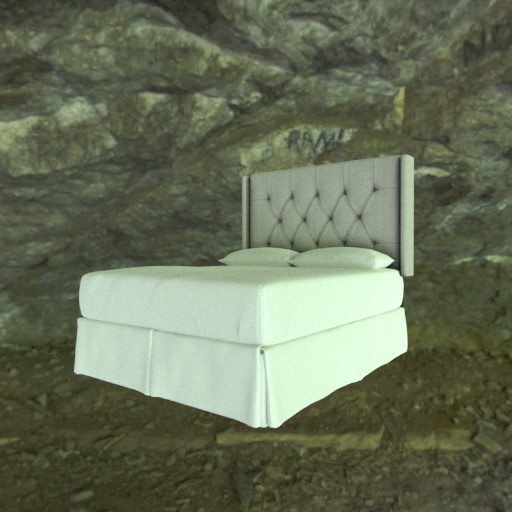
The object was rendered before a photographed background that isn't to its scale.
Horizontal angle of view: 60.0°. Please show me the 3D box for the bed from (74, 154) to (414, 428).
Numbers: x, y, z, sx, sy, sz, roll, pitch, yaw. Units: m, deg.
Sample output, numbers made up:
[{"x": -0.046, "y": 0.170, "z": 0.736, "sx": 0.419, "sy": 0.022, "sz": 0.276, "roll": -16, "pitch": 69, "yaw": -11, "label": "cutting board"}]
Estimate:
[{"x": 0.000, "y": 0.000, "z": 3.368, "sx": 1.719, "sy": 1.665, "sz": 2.066, "roll": 0, "pitch": 1, "yaw": 37, "label": "bed"}]
